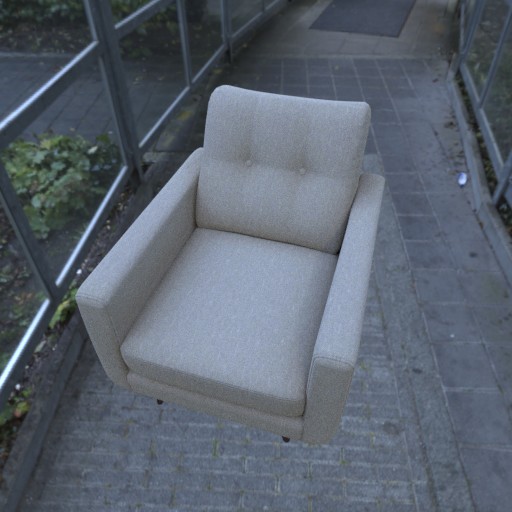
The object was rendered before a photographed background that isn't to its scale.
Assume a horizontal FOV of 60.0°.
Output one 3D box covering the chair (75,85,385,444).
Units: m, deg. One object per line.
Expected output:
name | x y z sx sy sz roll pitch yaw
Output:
chair | 0.000 0.000 1.784 0.897 0.965 1.128 12 44 13
